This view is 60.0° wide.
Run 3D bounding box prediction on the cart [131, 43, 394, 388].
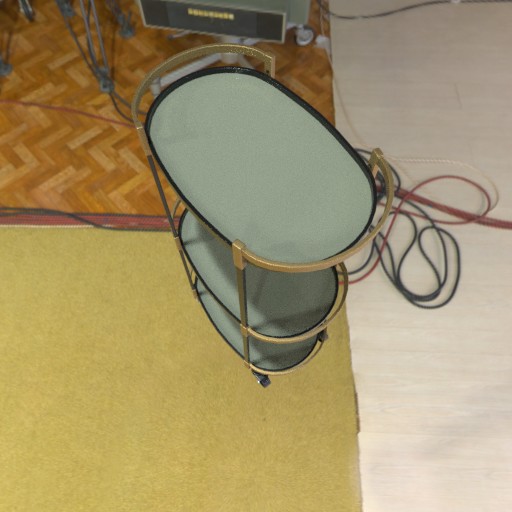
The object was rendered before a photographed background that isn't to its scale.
[{"bbox_3d":[0.000,0.000,1.141,0.311,0.885,0.515,-34,68,-16],"label":"cart"}]
